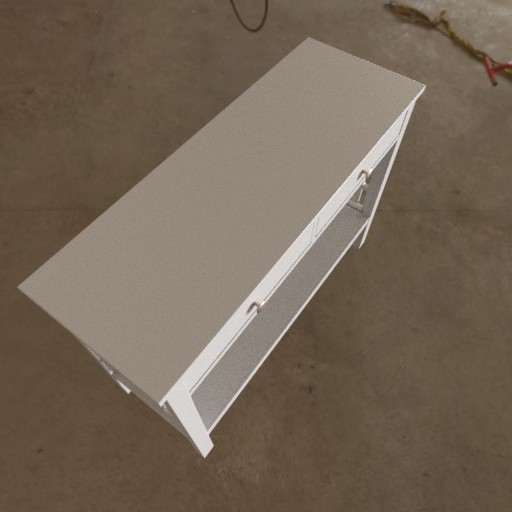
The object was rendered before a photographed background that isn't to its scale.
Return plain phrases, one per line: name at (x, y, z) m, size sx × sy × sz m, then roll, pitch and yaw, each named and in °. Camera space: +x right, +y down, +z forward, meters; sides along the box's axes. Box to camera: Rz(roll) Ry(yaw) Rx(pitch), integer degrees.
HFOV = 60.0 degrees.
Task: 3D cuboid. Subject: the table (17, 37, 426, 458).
table at (0.000, 0.000, 1.368) m, size 0.397 × 0.753 × 1.068 m, roll 32°, pitch 63°, yaw 19°
